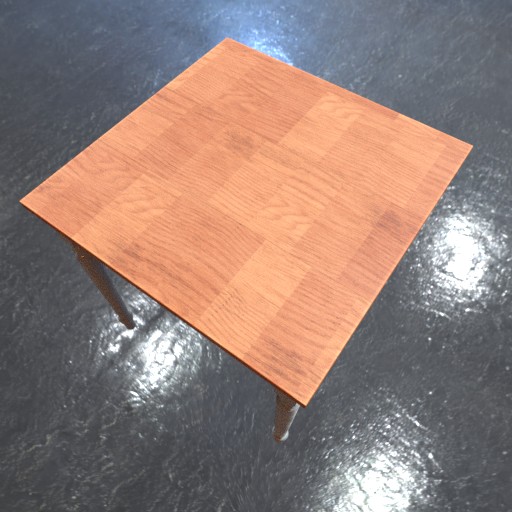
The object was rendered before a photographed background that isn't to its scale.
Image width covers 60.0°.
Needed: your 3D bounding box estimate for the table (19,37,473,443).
[{"bbox_3d":[0.000,0.000,1.333,0.747,0.738,0.747,32,64,18],"label":"table"}]
